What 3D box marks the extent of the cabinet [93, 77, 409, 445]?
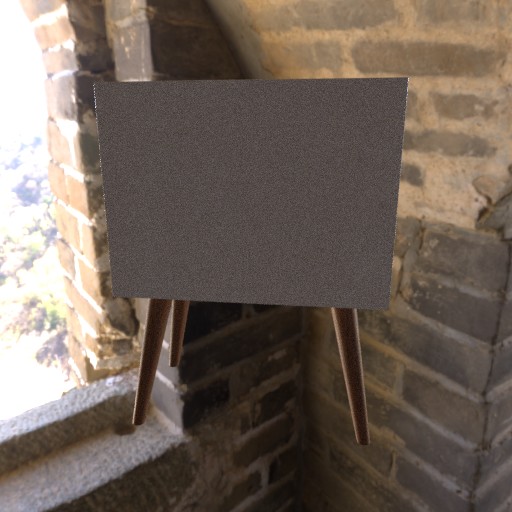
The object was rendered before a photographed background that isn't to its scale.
[{"bbox_3d":[0.000,0.000,1.087,0.591,0.772,0.344,2,16,7],"label":"cabinet"}]
